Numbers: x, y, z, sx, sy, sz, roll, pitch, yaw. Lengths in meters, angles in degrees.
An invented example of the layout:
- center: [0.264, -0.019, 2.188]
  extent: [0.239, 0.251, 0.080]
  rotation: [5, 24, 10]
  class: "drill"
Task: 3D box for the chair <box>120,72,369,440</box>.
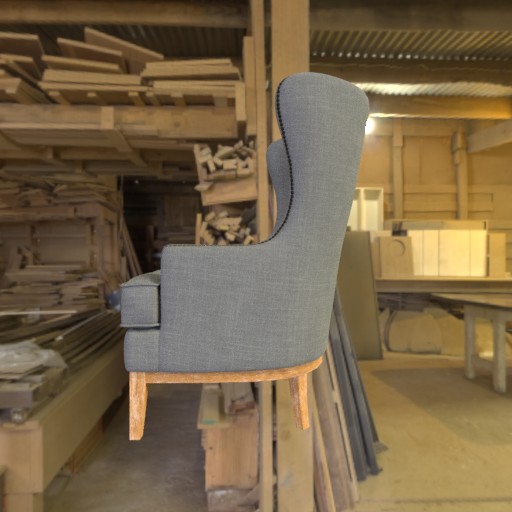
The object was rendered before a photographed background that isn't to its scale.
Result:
- center: [0.000, 0.000, 1.808]
  extent: [0.883, 1.176, 0.864]
  rotation: [0, 0, -1]
  class: "chair"
